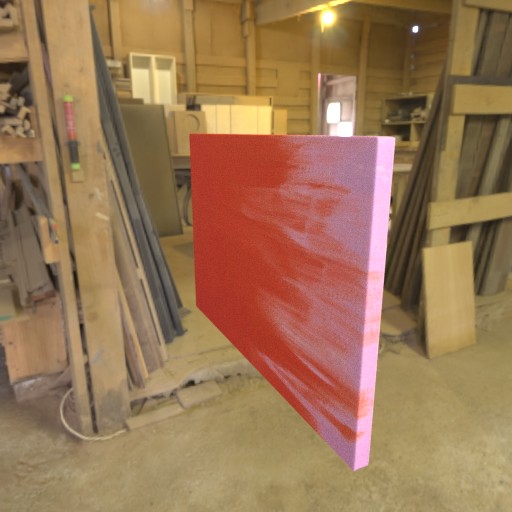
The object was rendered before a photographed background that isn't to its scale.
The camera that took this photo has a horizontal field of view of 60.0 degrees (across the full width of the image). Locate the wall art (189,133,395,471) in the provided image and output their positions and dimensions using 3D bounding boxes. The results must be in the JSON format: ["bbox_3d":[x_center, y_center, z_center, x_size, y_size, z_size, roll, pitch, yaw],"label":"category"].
[{"bbox_3d":[0.000,0.000,1.152,0.040,0.609,0.913,-8,18,-25],"label":"wall art"}]
